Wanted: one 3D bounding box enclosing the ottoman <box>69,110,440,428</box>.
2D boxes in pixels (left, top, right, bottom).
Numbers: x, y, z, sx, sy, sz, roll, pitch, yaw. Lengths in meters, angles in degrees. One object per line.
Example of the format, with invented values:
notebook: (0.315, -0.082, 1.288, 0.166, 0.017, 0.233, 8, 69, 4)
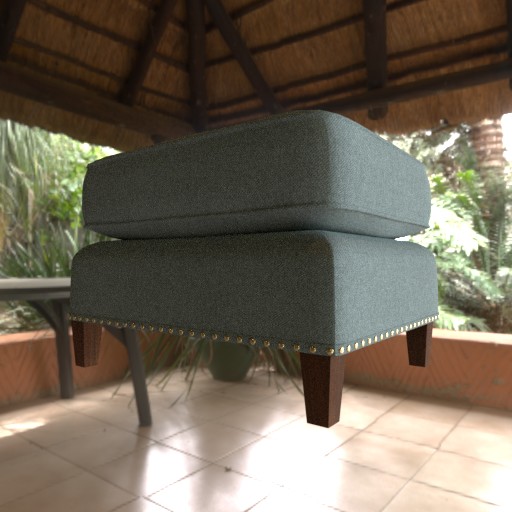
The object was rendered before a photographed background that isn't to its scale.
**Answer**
ottoman: (0.000, 0.000, 1.103, 0.738, 0.537, 0.589, -1, -1, 37)
